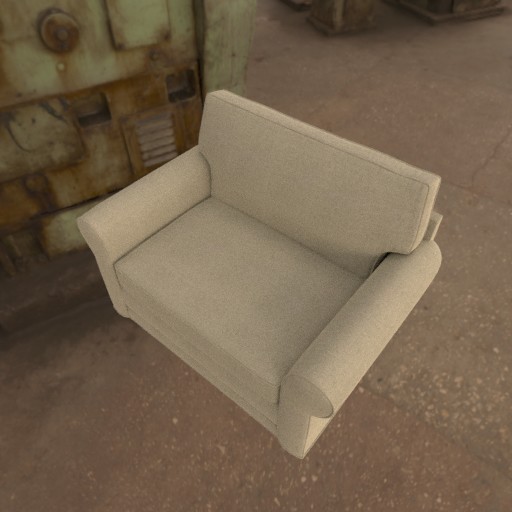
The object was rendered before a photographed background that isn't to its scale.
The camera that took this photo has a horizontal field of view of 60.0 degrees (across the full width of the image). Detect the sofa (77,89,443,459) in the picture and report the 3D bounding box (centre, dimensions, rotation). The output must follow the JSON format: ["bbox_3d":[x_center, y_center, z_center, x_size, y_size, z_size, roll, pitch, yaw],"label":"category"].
[{"bbox_3d":[0.000,0.000,2.040,1.405,0.991,0.936,31,54,26],"label":"sofa"}]
